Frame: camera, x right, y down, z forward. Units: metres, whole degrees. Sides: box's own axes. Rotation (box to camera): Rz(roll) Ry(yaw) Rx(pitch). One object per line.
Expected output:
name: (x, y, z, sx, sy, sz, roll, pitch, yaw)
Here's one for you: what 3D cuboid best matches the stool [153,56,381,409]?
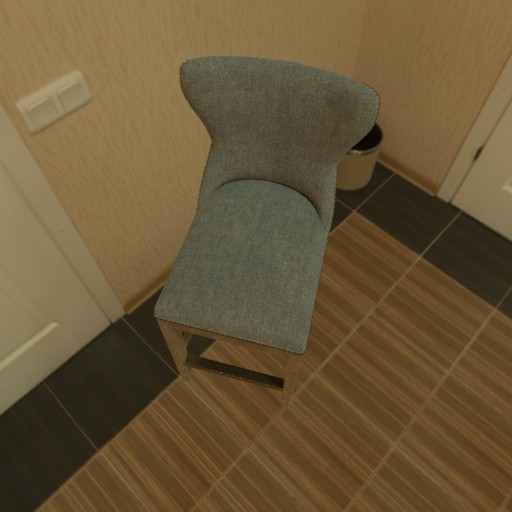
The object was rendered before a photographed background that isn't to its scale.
stool: (0.000, 0.000, 1.357, 0.498, 0.981, 0.608, 13, 59, 8)
